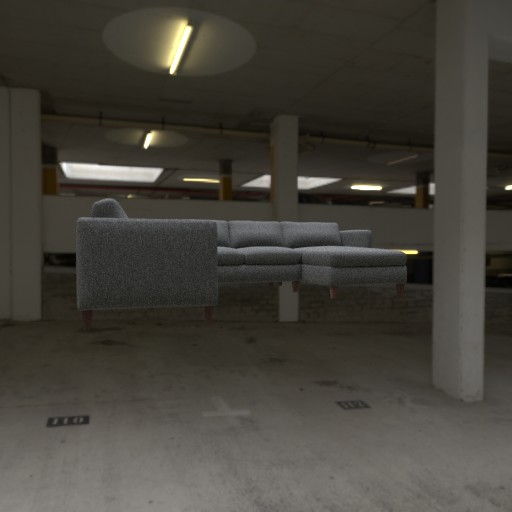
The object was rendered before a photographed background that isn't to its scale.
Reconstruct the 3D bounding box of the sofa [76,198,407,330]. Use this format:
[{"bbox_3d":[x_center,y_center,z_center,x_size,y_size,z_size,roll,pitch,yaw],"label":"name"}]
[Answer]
[{"bbox_3d":[0.000,0.000,4.450,3.238,0.853,2.551,-1,2,-19],"label":"sofa"}]
